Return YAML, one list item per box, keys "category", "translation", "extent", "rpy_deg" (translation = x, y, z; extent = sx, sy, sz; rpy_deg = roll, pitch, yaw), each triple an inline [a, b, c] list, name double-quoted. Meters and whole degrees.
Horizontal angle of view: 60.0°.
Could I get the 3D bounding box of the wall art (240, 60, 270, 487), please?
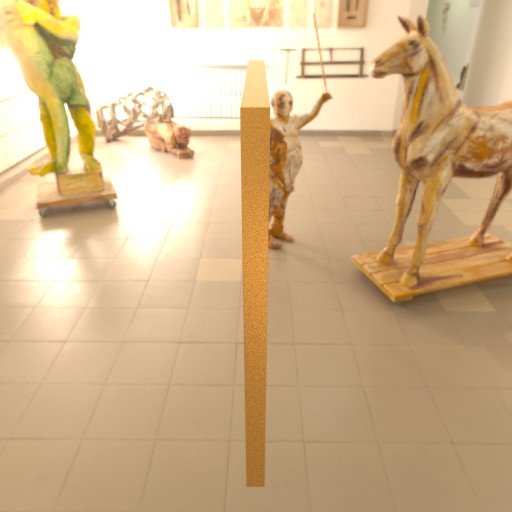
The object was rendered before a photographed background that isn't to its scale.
- category: "wall art"
  translation: [0.000, 0.000, 1.006]
  extent: [0.038, 0.762, 0.610]
  rpy_deg: [0, 29, 0]
